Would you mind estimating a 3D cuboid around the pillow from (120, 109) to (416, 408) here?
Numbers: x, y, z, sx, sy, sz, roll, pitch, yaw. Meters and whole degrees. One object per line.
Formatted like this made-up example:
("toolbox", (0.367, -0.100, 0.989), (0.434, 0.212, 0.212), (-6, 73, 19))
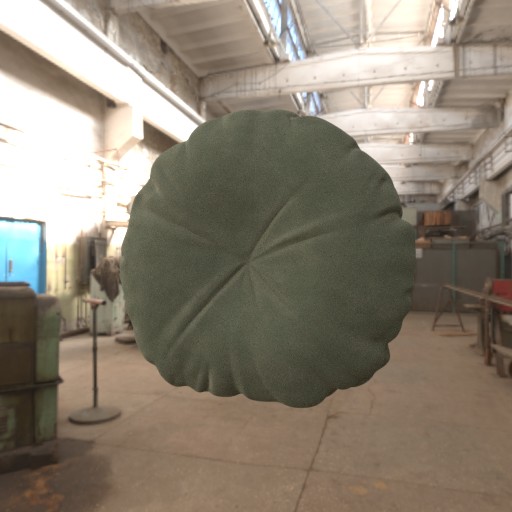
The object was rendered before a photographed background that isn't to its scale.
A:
("pillow", (0.000, 0.000, 0.631), (0.428, 0.407, 0.148), (0, -1, 18))
